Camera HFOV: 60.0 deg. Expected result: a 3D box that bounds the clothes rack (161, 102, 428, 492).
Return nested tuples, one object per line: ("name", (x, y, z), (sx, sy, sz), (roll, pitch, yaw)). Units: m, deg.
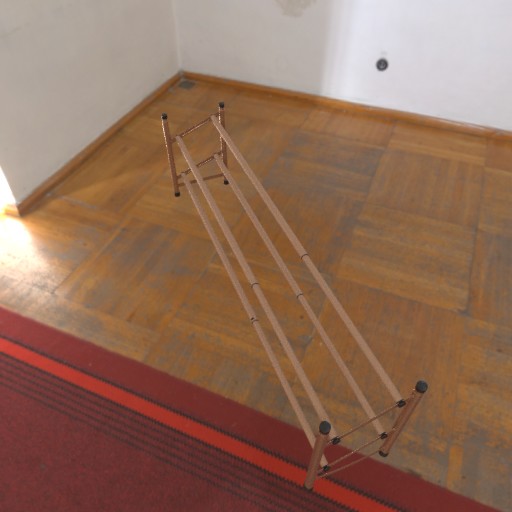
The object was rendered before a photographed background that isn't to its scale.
("clothes rack", (0.000, 0.000, 1.289), (0.229, 0.349, 1.168), (-17, 49, -15))
